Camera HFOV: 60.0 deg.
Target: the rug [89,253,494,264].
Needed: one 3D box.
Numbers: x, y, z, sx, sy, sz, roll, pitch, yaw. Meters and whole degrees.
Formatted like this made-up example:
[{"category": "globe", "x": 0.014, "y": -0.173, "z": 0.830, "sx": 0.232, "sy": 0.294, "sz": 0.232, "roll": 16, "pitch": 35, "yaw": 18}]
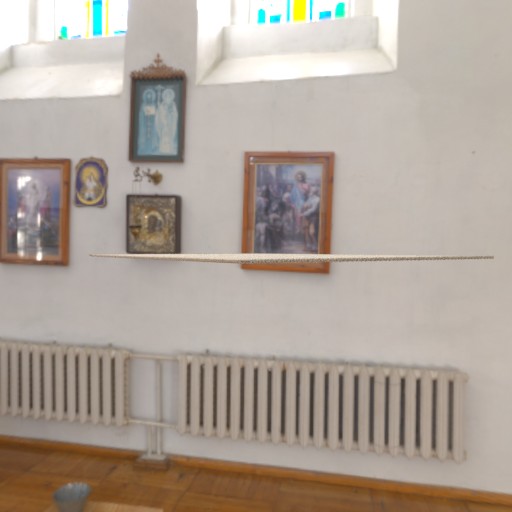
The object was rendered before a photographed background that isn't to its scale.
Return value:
[{"category": "rug", "x": 0.000, "y": 0.000, "z": 2.253, "sx": 1.223, "sy": 0.015, "sz": 1.771, "roll": -1, "pitch": 1, "yaw": -34}]
